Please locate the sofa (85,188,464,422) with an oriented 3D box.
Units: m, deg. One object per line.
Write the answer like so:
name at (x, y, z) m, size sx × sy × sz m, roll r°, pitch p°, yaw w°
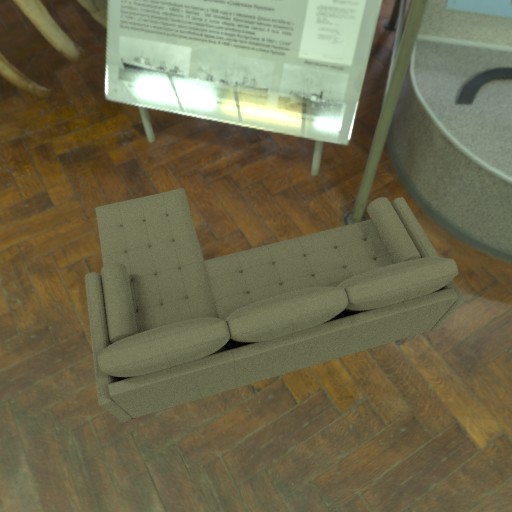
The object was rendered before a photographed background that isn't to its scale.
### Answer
sofa at (0.000, 0.000, 3.001) m, size 2.178 × 0.875 × 1.506 m, roll -14°, pitch 59°, yaw -9°
